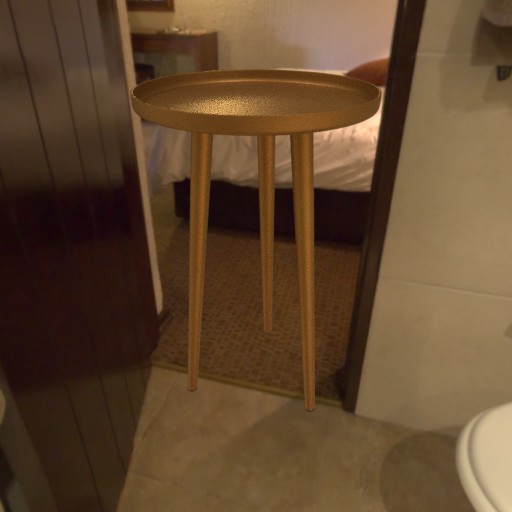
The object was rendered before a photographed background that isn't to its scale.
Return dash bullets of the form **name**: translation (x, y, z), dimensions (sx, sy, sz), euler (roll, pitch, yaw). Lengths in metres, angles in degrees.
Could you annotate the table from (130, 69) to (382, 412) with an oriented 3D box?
- **table**: translation (0.000, 0.000, 0.664), dimensions (0.299, 0.480, 0.299), euler (-11, 32, -18)
